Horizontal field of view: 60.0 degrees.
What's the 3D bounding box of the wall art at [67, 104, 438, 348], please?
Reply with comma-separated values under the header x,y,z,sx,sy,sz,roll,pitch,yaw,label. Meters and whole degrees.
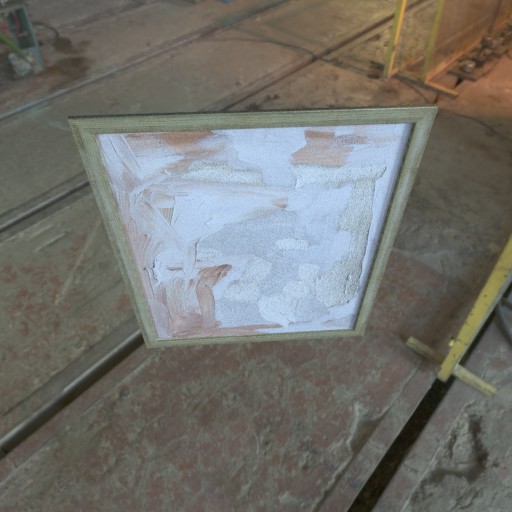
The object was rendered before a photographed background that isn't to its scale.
x,y,z,sx,sy,sz,roll,pitch,yaw,label
0.000,0.000,0.783,0.483,0.559,0.009,-3,48,-3,wall art
